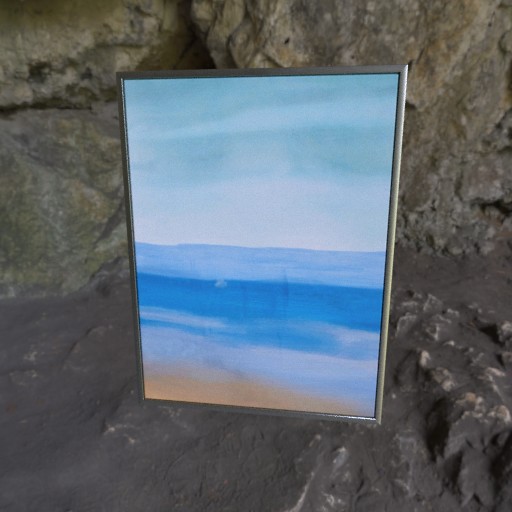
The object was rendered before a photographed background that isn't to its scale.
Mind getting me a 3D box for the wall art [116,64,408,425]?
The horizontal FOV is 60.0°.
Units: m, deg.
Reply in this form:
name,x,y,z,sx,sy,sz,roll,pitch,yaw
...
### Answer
name,x,y,z,sx,sy,sz,roll,pitch,yaw
wall art,0.000,0.000,1.352,0.803,1.062,0.041,2,14,8
